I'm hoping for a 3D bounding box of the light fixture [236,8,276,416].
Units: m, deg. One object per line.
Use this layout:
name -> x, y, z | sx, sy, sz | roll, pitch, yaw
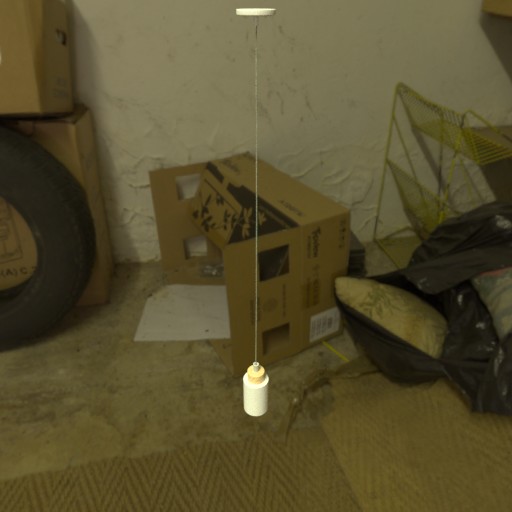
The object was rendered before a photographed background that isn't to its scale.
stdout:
light fixture -> 0.000, 0.000, 1.847 | 0.125, 1.798, 0.125 | -18, 34, -28
